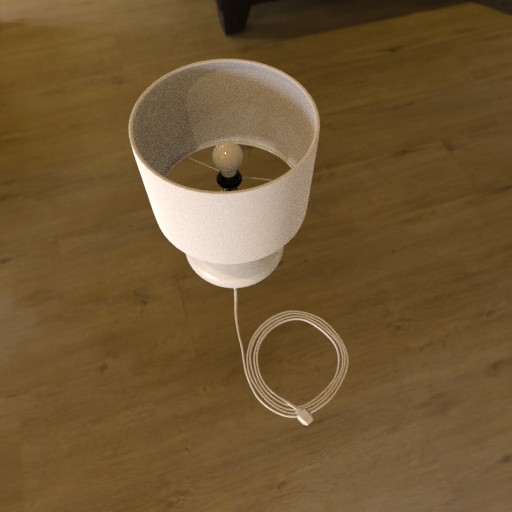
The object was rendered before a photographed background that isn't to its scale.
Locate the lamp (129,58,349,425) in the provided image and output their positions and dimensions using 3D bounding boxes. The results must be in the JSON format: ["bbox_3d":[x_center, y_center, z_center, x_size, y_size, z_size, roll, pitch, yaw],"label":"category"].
[{"bbox_3d":[0.000,0.000,0.844,0.401,0.457,0.546,-1,60,-1],"label":"lamp"}]
